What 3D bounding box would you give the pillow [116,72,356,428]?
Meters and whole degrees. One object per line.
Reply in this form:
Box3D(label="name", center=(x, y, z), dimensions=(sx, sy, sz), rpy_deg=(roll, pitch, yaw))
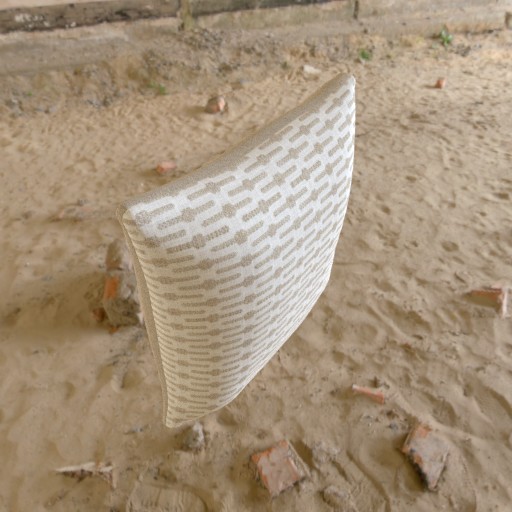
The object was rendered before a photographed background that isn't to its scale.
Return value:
Box3D(label="pillow", center=(0.000, 0.000, 0.770), dimensions=(0.219, 0.491, 0.496), rpy_deg=(27, 48, 26))
